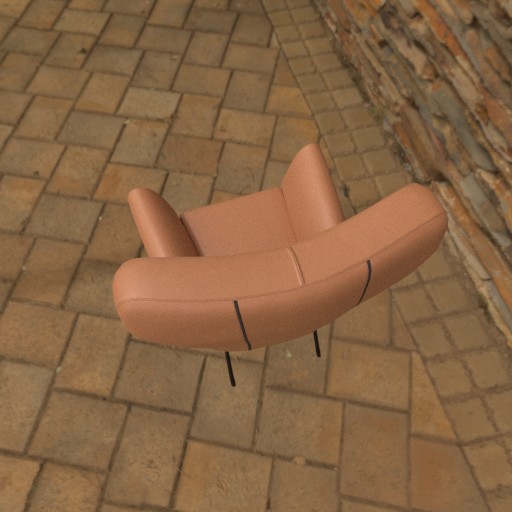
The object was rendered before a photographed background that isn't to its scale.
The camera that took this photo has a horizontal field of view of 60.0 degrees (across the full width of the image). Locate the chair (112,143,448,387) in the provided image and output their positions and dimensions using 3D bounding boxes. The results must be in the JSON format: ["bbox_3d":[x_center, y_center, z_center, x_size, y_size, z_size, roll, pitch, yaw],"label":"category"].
[{"bbox_3d":[0.000,0.000,1.778,0.980,1.050,0.900,-16,61,-9],"label":"chair"}]
